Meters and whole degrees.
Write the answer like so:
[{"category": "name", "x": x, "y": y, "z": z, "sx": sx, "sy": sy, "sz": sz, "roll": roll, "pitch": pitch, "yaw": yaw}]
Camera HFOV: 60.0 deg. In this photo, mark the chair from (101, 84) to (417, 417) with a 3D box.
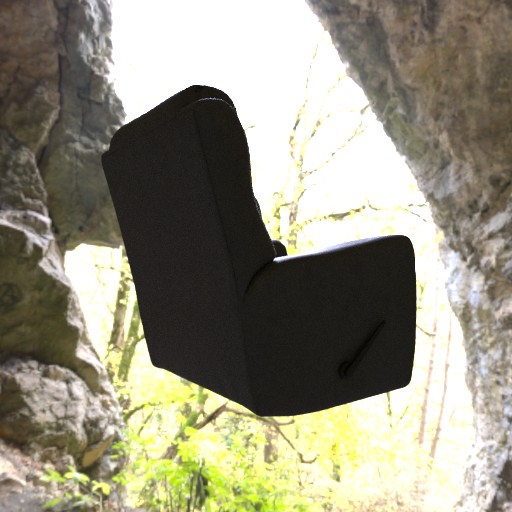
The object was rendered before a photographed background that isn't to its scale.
[{"category": "chair", "x": 0.000, "y": 0.000, "z": 1.901, "sx": 1.068, "sy": 1.116, "sz": 0.967, "roll": 0, "pitch": 0, "yaw": -37}]
